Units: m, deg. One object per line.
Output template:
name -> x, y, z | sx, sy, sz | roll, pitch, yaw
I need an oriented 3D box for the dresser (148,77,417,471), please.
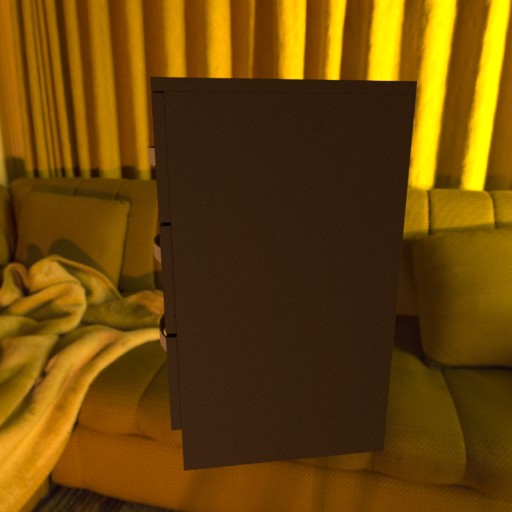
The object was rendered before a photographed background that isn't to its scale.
dresser -> 0.000, 0.000, 0.807 | 0.360, 0.560, 0.400 | -2, 16, -8
